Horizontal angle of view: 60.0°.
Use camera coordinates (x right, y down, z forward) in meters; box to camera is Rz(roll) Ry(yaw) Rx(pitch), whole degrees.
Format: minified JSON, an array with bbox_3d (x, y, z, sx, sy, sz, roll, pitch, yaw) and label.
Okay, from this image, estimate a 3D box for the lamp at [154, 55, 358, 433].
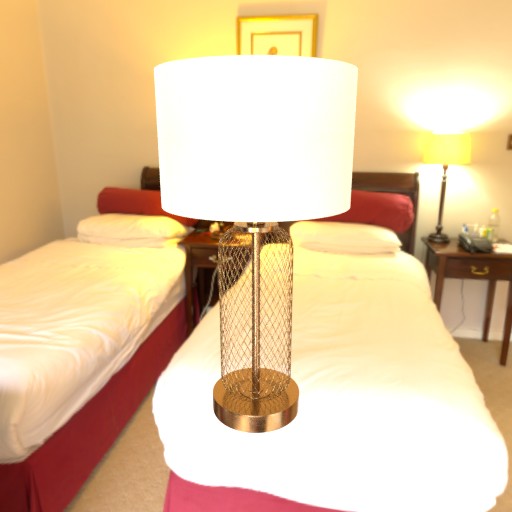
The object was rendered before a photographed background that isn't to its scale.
[{"bbox_3d":[0.000,0.000,0.625,0.252,0.483,0.252,-8,17,-26],"label":"lamp"}]
